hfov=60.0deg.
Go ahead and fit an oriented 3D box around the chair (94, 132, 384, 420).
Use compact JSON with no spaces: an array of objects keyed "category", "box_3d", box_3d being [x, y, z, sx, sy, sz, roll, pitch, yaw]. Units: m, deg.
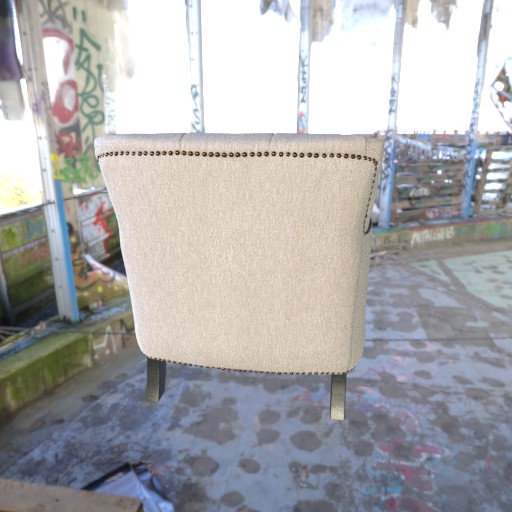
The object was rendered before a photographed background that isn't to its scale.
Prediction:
[{"category":"chair","box_3d":[0.000,0.000,1.507,0.737,0.823,0.902,3,17,9]}]
